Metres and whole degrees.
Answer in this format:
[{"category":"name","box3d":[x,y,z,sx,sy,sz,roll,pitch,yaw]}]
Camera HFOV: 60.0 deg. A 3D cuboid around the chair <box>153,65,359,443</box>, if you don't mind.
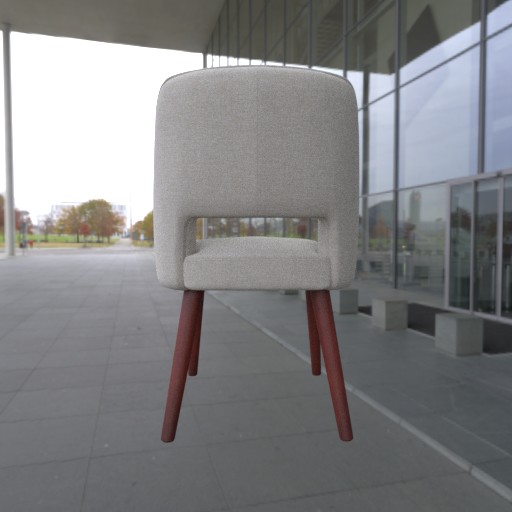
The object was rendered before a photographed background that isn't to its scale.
[{"category":"chair","box3d":[0.000,0.000,1.231,0.560,0.840,0.580,0,2,-1]}]
